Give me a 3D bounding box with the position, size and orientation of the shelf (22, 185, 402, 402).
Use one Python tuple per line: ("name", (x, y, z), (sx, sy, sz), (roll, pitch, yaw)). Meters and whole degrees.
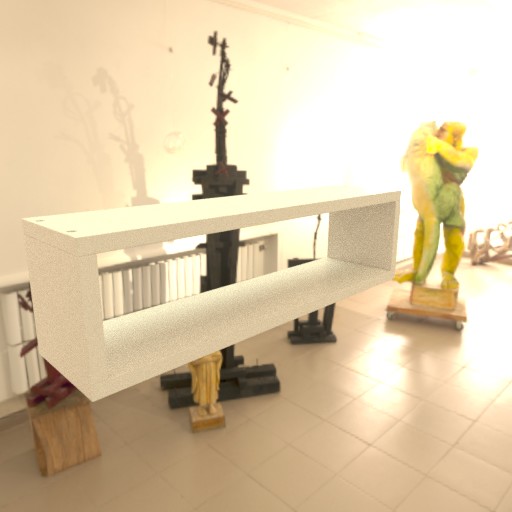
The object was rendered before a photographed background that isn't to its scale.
("shelf", (0.000, 0.000, 0.686), (0.610, 0.170, 0.150), (-14, 20, -43))
